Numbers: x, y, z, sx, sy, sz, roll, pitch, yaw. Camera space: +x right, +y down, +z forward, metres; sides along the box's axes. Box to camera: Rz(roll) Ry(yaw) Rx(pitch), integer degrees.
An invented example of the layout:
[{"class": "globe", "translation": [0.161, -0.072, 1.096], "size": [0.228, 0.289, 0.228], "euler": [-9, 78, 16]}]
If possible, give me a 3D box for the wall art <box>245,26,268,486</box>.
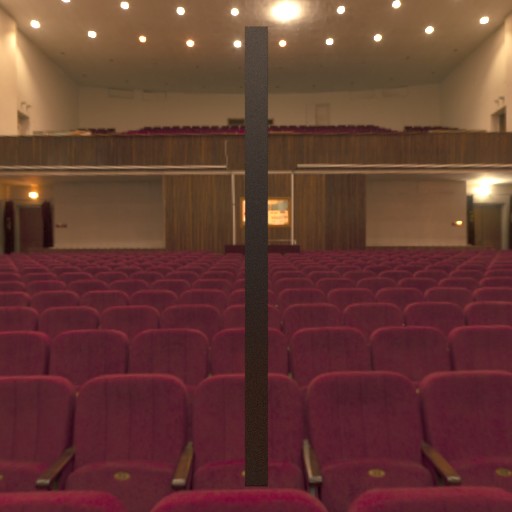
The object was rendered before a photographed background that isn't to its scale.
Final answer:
[{"class": "wall art", "translation": [0.000, 0.000, 0.765], "size": [0.028, 0.557, 0.457], "euler": [0, 0, 0]}]
